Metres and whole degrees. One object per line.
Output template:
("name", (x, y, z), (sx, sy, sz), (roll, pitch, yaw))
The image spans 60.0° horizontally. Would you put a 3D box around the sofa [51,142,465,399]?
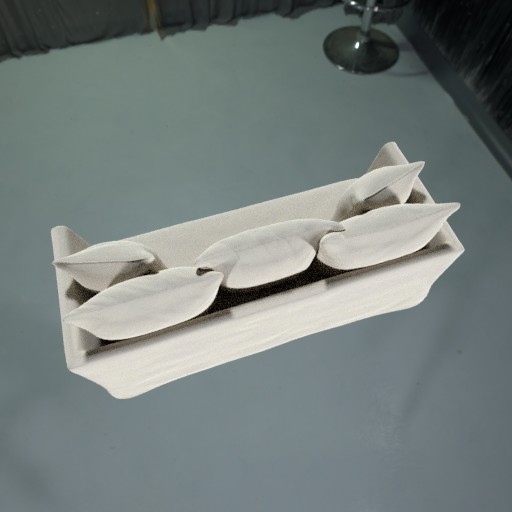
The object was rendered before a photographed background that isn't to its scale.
("sofa", (0.000, 0.000, 3.036), (2.499, 1.047, 1.046), (-16, 61, -9))
